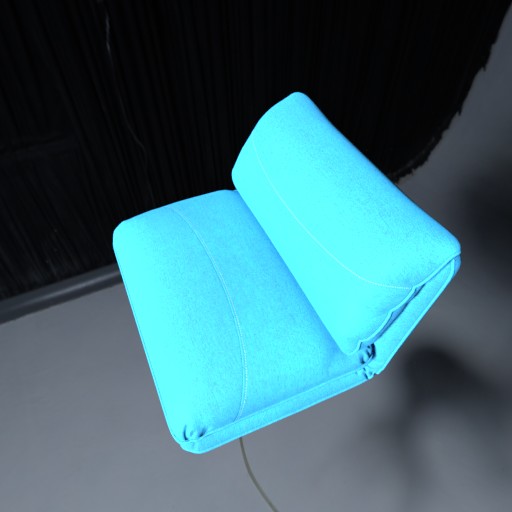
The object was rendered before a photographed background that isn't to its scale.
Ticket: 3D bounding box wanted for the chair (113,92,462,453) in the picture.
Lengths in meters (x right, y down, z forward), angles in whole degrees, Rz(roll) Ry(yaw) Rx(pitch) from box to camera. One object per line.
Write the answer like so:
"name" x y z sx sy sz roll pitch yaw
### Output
"chair" 0.000 0.000 1.338 0.780 0.580 0.820 -18 50 -16
